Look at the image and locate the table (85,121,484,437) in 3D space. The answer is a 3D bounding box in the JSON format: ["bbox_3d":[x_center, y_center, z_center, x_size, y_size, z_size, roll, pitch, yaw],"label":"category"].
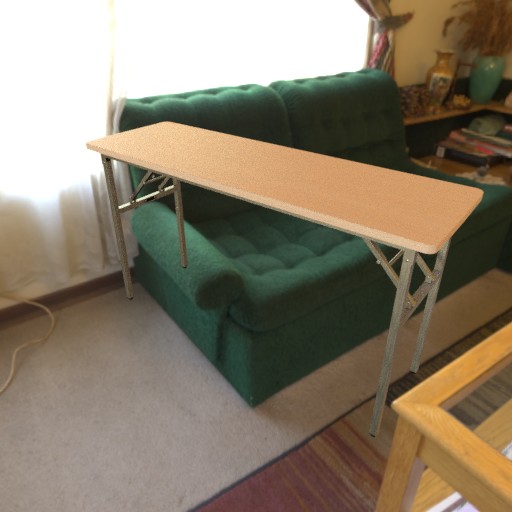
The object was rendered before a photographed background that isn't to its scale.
[{"bbox_3d":[0.000,0.000,1.730,1.397,0.750,0.446,21,36,32],"label":"table"}]
